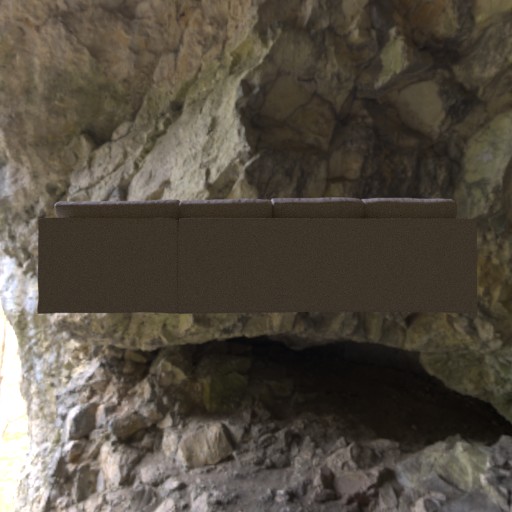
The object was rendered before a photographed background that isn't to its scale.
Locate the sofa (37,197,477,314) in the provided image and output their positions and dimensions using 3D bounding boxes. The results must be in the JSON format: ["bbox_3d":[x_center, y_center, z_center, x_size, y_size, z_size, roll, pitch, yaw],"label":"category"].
[{"bbox_3d":[0.000,0.000,3.981,3.206,0.871,1.622,0,-1,0],"label":"sofa"}]
